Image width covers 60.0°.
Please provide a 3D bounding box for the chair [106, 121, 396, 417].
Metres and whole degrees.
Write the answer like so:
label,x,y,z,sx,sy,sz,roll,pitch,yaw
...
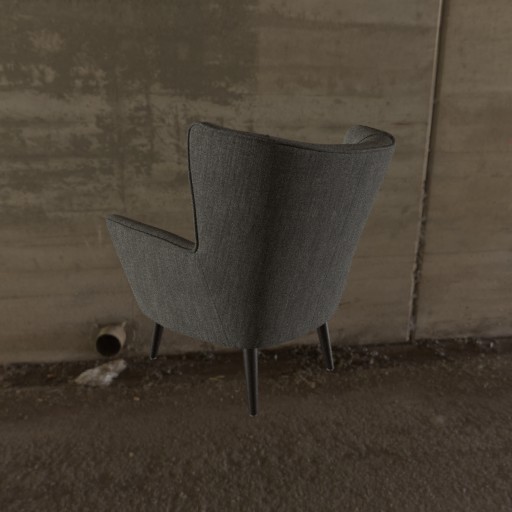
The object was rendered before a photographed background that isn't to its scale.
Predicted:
label,x,y,z,sx,sy,sz,roll,pitch,yaw
chair,0.000,0.000,1.635,0.781,0.933,0.888,-15,21,-42
